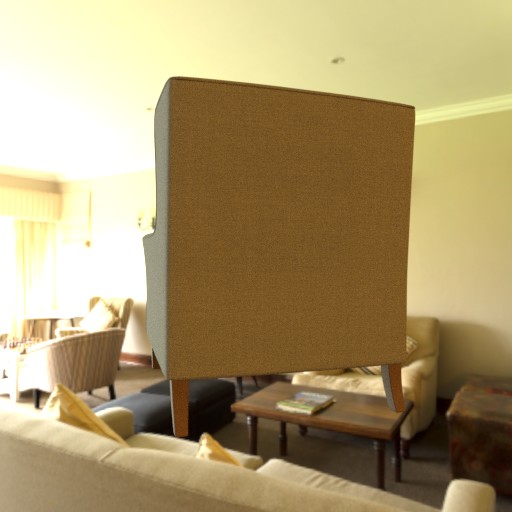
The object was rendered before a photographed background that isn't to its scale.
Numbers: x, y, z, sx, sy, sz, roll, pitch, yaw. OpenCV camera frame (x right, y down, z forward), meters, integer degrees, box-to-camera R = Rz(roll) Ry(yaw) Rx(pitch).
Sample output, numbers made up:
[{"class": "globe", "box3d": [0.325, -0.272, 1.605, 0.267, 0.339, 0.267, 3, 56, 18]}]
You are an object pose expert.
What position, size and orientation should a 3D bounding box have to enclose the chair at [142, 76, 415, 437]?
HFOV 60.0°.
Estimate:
[{"class": "chair", "box3d": [0.000, 0.000, 1.821, 0.866, 1.056, 1.040, 0, -1, -17]}]
